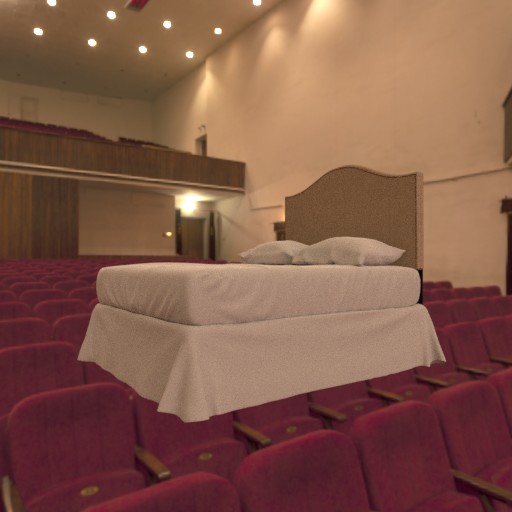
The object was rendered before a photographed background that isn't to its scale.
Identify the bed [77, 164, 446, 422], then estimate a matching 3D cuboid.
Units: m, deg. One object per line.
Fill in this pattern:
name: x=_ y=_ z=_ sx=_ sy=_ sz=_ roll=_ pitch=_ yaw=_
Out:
bed: x=0.000 y=0.000 z=3.419 sx=2.221 sy=1.645 sz=1.876 roll=1 pitch=-1 yaw=-36
